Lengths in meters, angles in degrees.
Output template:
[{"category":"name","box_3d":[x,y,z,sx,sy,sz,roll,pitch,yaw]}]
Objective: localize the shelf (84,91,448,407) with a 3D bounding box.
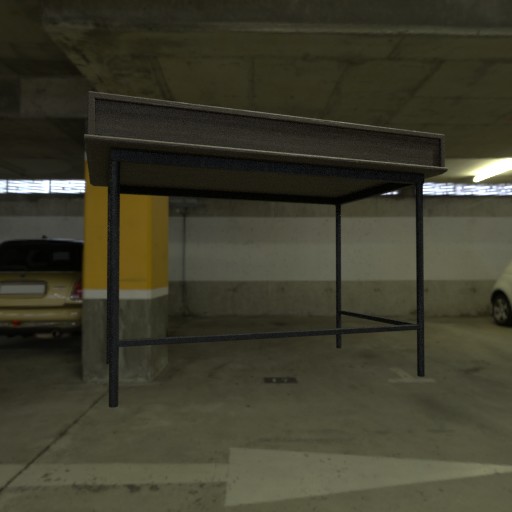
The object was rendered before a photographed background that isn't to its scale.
[{"category":"shelf","box_3d":[0.000,0.000,1.700,1.212,0.865,0.685,0,-1,-19]}]
